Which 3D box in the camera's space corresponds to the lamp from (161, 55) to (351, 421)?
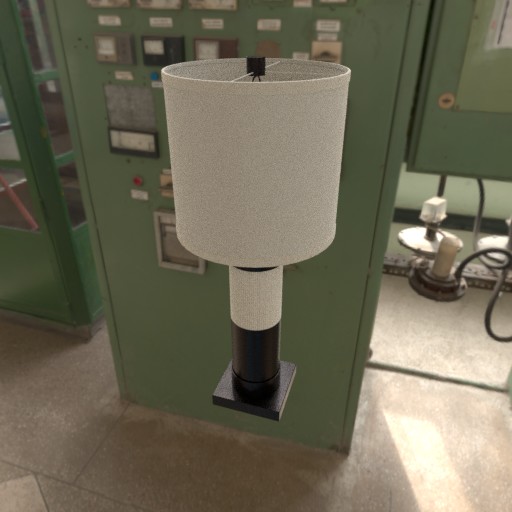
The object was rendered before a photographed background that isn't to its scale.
[{"bbox_3d":[0.000,0.000,0.618,0.211,0.509,0.211,9,31,16],"label":"lamp"}]
